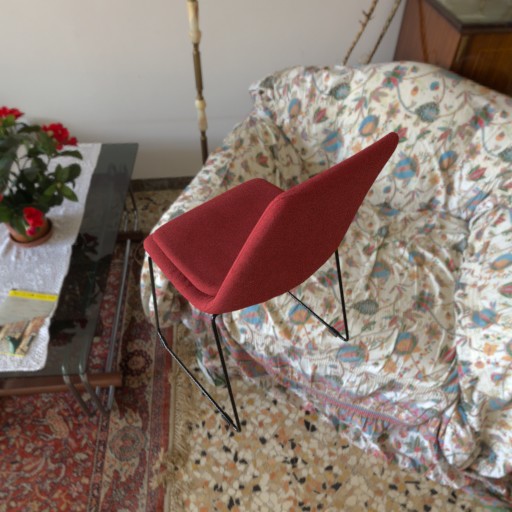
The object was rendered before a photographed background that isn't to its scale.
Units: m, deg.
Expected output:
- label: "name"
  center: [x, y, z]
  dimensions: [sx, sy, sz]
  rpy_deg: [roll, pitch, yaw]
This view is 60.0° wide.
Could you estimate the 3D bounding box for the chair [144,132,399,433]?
- label: "chair"
  center: [0.000, 0.000, 1.168]
  dimensions: [0.479, 0.858, 0.518]
  rpy_deg: [-32, 54, -27]
